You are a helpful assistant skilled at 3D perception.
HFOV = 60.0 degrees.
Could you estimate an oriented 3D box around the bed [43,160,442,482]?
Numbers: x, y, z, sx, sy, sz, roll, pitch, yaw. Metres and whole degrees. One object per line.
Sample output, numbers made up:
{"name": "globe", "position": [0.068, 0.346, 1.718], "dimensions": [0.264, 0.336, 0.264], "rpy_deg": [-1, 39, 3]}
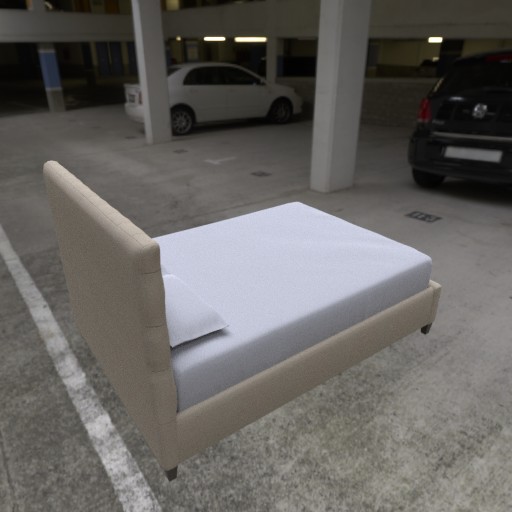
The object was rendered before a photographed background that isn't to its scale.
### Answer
{"name": "bed", "position": [0.000, 0.000, 3.306], "dimensions": [2.387, 1.427, 1.698], "rpy_deg": [-18, 31, -31]}
